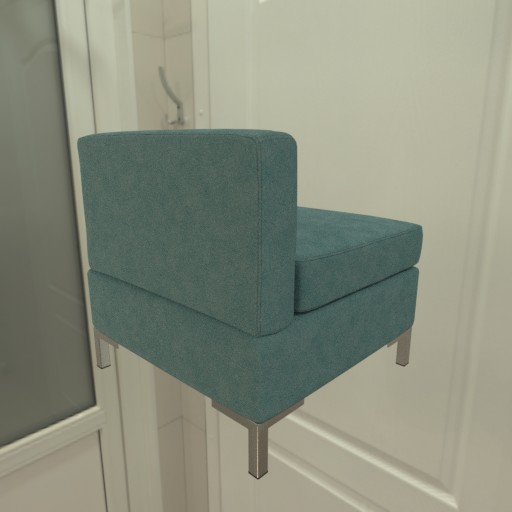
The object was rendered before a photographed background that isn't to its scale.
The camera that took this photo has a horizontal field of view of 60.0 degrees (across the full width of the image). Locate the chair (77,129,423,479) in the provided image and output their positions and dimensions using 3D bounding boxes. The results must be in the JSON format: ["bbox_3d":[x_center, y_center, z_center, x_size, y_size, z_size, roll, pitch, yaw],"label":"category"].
[{"bbox_3d":[0.000,0.000,1.224,0.684,0.660,0.685,14,20,42],"label":"chair"}]
